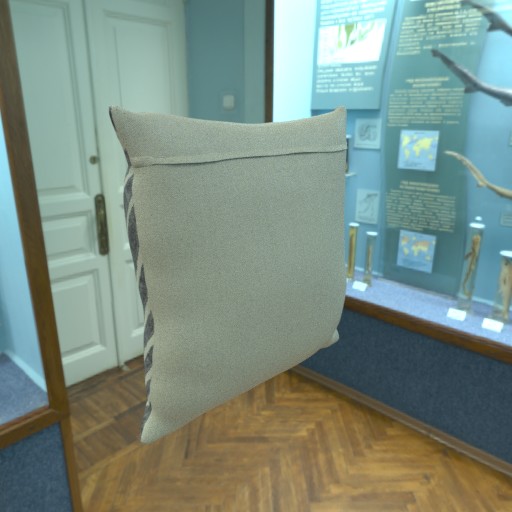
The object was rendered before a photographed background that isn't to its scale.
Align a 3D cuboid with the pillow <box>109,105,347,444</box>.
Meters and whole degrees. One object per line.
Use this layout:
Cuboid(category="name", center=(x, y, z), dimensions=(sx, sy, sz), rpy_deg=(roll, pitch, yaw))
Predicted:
Cuboid(category="pillow", center=(0.000, 0.000, 0.675), dimensions=(0.440, 0.441, 0.182), rpy_deg=(-16, 24, -42))
